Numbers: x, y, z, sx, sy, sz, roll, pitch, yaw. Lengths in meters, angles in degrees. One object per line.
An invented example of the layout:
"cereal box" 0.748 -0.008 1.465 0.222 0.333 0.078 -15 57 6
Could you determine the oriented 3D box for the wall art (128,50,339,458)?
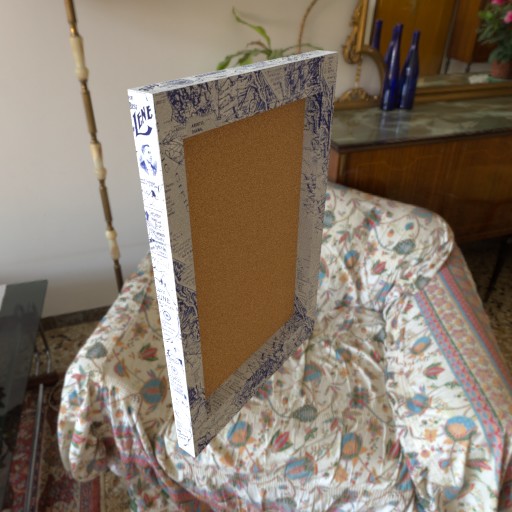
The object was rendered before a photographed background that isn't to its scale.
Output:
"wall art" 0.000 0.000 0.756 0.040 0.601 0.408 21 37 30
